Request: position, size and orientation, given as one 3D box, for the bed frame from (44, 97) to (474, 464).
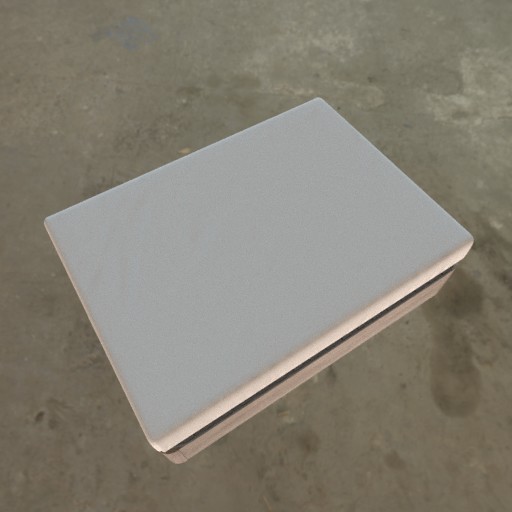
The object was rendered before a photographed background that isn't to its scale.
[{"bbox_3d":[0.000,0.000,2.588,1.900,0.561,1.400,-29,62,-17],"label":"bed frame"}]
